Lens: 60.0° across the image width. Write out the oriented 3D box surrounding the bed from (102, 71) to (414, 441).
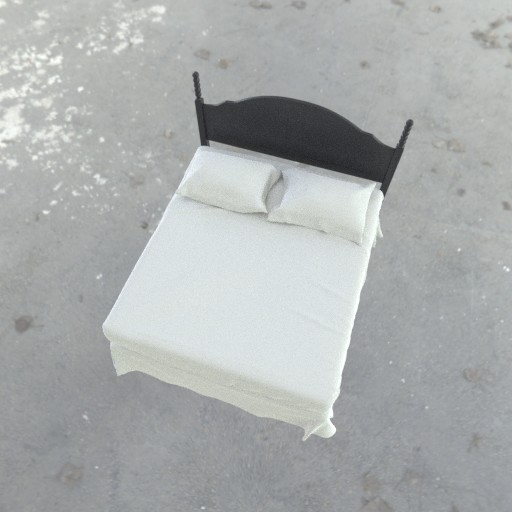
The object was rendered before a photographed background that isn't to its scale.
[{"bbox_3d":[0.000,0.000,3.282,1.873,1.356,2.040,16,61,9],"label":"bed"}]
